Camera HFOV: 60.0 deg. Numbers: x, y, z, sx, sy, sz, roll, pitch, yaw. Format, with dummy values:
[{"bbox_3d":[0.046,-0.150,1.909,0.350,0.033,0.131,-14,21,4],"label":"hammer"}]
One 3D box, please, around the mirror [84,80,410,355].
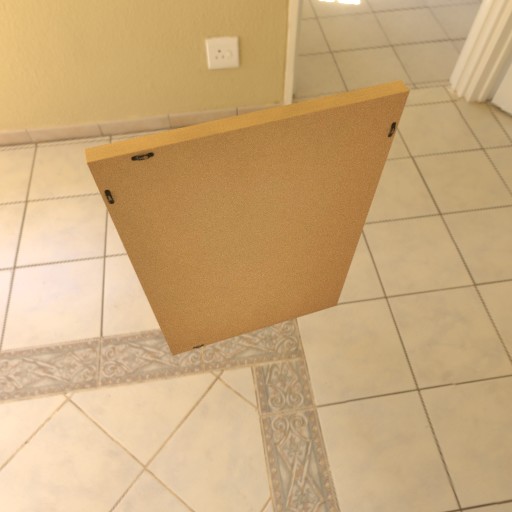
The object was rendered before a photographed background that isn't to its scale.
[{"bbox_3d":[0.000,0.000,1.187,0.609,0.915,0.040,-15,58,-10],"label":"mirror"}]
